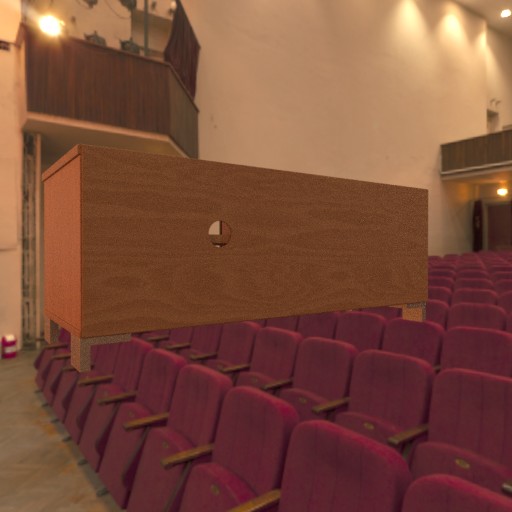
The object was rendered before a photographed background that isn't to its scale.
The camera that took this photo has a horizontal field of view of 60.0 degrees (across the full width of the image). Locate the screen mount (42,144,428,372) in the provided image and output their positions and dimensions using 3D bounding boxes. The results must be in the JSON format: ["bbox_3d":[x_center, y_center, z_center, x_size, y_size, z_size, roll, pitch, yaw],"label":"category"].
[{"bbox_3d":[0.000,0.000,1.303,1.084,0.432,0.406,0,1,-34],"label":"screen mount"}]
